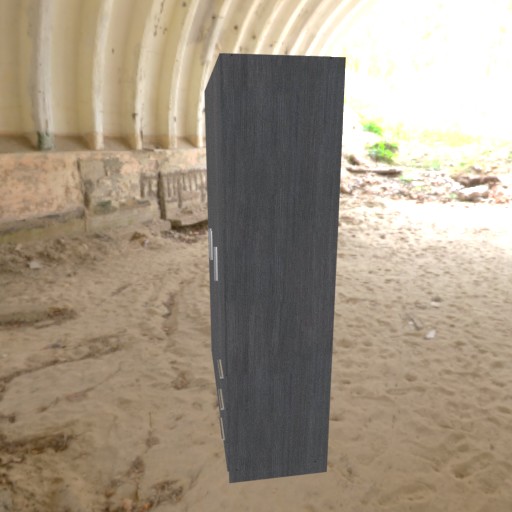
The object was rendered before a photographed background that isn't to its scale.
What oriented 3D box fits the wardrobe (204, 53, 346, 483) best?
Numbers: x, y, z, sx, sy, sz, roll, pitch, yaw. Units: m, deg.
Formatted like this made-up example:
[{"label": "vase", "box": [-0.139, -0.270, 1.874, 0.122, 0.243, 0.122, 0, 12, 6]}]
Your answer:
[{"label": "wardrobe", "box": [0.000, 0.000, 2.544, 0.510, 1.910, 1.290, -2, 15, -9]}]
